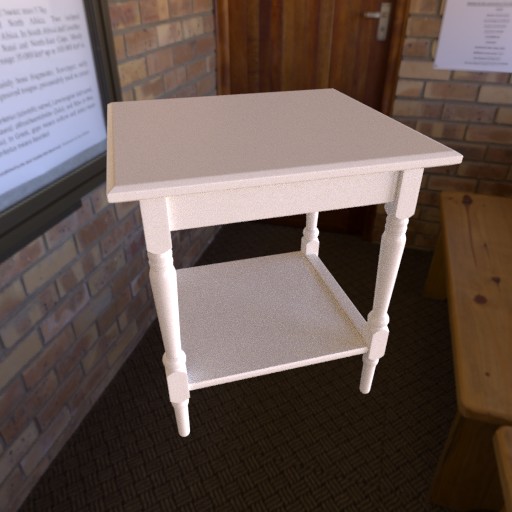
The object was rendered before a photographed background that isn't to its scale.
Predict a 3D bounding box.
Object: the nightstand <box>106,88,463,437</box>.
[{"bbox_3d":[0.000,0.000,0.927,0.505,0.555,0.459,-9,33,-13],"label":"nightstand"}]
